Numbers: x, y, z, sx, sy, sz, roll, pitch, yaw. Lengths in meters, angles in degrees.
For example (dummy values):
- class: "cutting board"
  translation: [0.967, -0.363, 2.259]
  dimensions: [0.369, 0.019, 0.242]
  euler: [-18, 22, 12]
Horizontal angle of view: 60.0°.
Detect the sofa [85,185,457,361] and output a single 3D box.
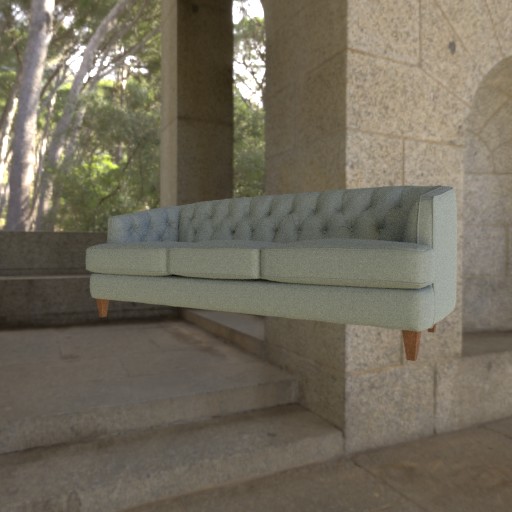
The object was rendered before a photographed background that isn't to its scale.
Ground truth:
- class: "sofa"
  translation: [0.000, 0.000, 2.773]
  dimensions: [2.278, 0.855, 0.941]
  euler: [1, 1, 35]
